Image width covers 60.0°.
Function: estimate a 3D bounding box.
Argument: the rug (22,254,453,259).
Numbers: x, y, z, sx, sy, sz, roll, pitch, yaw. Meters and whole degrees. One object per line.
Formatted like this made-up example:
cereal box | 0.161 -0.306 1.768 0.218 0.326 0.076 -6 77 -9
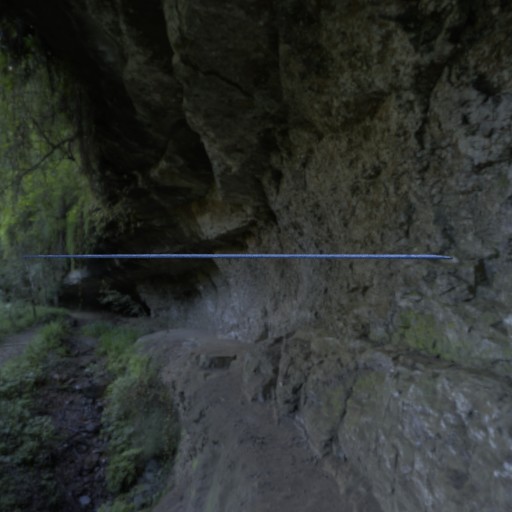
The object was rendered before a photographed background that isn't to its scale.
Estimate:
rug | 0.000 0.000 4.338 3.342 0.018 2.432 0 1 19
